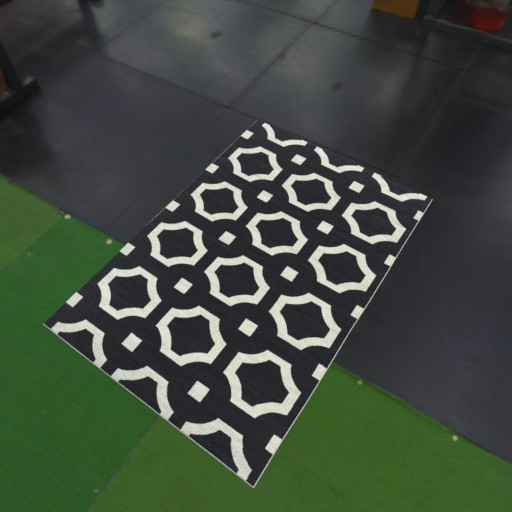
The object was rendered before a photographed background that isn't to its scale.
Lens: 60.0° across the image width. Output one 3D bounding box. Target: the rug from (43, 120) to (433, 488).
[{"bbox_3d":[0.000,0.000,2.957,1.555,0.016,2.286,30,61,19],"label":"rug"}]
